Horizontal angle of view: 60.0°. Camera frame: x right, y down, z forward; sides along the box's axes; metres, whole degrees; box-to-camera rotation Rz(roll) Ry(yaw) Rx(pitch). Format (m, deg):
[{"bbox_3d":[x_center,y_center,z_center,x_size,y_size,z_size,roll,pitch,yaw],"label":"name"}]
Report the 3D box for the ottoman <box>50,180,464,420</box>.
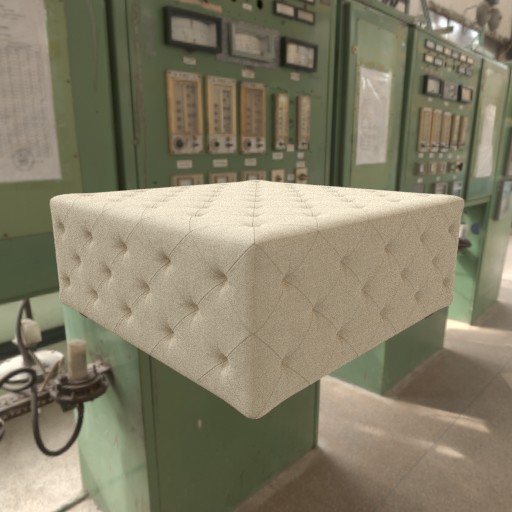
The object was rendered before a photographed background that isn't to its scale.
[{"bbox_3d":[0.000,0.000,1.575,1.028,0.439,1.028,-13,19,-43],"label":"ottoman"}]
